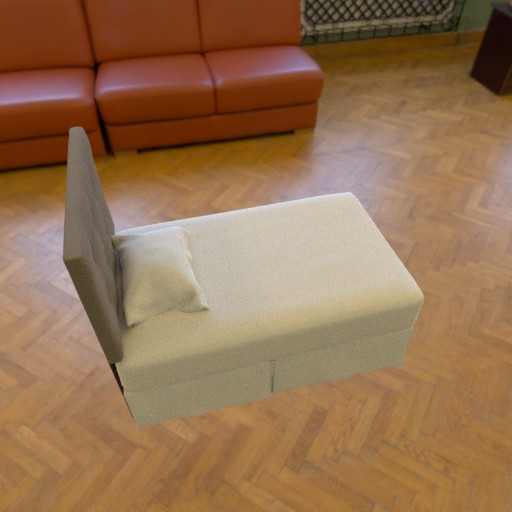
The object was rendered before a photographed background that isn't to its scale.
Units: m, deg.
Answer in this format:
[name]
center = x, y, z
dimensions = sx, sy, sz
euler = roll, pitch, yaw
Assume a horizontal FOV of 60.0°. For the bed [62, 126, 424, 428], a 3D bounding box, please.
[bed]
center = 0.000, 0.000, 2.946
dimensions = 1.997, 1.571, 1.261
euler = -11, 46, -11
